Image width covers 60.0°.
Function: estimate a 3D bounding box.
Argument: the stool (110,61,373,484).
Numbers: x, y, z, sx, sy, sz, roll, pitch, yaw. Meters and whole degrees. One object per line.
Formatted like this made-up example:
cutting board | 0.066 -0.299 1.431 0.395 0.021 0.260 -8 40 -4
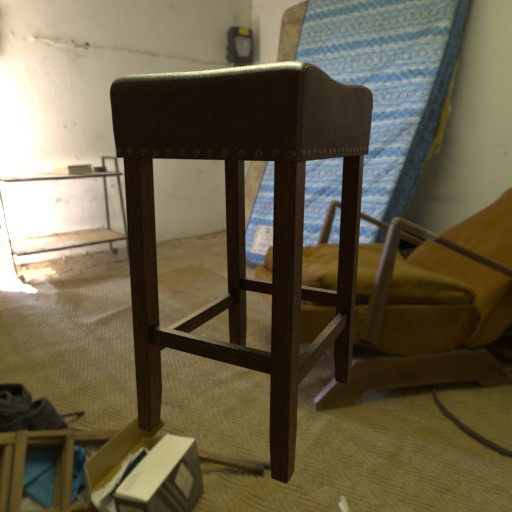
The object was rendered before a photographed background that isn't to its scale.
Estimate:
stool | 0.000 0.000 1.039 0.401 0.769 0.465 7 16 26
